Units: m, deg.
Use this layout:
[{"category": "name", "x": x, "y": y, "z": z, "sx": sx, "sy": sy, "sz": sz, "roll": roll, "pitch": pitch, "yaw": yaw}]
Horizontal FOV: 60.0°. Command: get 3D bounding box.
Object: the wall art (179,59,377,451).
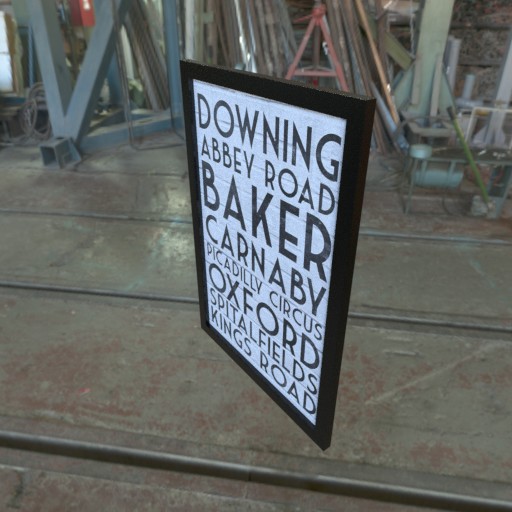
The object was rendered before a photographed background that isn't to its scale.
[{"category": "wall art", "x": 0.000, "y": 0.000, "z": 0.856, "sx": 0.019, "sy": 0.656, "sz": 0.462, "roll": -21, "pitch": 37, "yaw": -31}]
